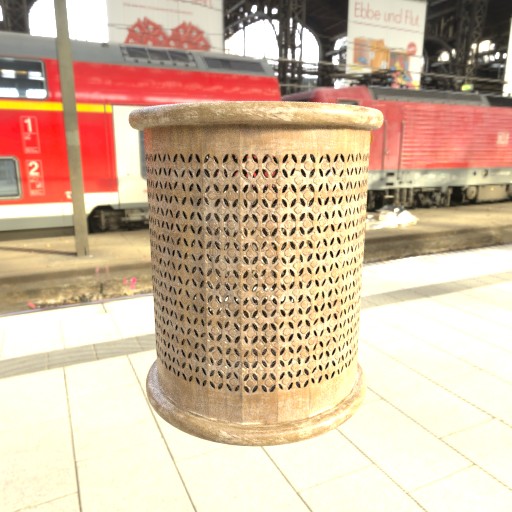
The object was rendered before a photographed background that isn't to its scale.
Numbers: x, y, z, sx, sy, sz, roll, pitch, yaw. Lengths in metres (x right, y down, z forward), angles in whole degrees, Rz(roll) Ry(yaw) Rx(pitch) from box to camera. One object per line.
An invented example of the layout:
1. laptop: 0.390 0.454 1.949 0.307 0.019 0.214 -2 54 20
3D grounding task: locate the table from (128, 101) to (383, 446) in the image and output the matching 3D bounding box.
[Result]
1. table: 0.000 0.000 0.788 0.407 0.482 0.407 0 13 0
